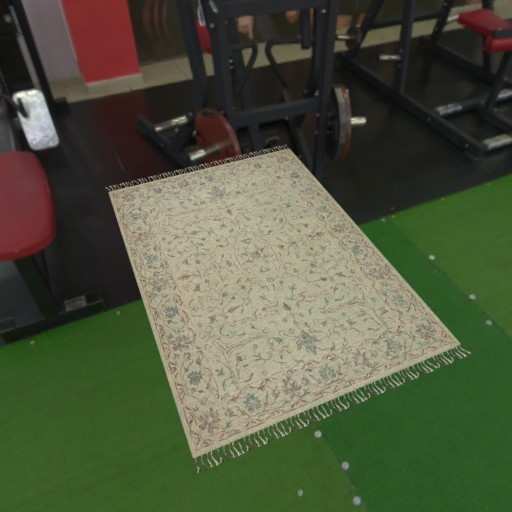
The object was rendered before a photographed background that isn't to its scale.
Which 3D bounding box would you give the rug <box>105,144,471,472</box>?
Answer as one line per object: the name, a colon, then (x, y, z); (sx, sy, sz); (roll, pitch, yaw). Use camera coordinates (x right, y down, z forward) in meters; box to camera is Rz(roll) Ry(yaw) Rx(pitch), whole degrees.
rug: (0.000, 0.000, 2.303); (1.247, 0.008, 1.802); (-17, 48, -16)
